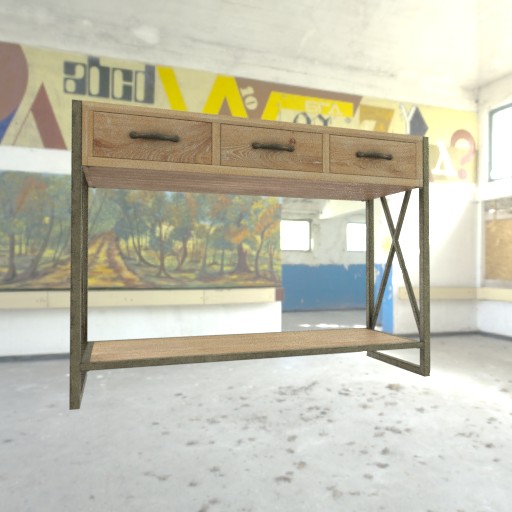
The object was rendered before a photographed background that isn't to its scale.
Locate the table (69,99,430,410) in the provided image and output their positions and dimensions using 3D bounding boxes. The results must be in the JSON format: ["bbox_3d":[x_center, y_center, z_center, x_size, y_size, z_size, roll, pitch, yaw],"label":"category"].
[{"bbox_3d":[0.000,0.000,1.402,1.059,0.763,0.361,0,-1,-18],"label":"table"}]
